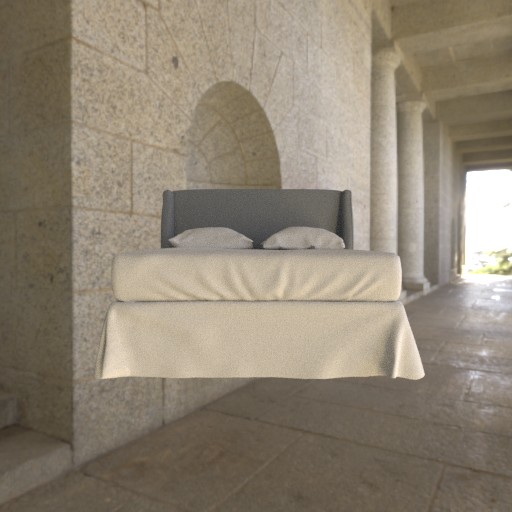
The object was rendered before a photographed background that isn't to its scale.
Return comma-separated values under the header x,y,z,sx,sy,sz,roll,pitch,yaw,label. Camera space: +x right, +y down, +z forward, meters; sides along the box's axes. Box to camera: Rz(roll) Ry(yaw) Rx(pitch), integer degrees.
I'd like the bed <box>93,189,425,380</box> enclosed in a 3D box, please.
x,y,z,sx,sy,sz,roll,pitch,yaw,label
0.000,0.000,3.479,1.925,1.332,2.276,0,1,1,bed
